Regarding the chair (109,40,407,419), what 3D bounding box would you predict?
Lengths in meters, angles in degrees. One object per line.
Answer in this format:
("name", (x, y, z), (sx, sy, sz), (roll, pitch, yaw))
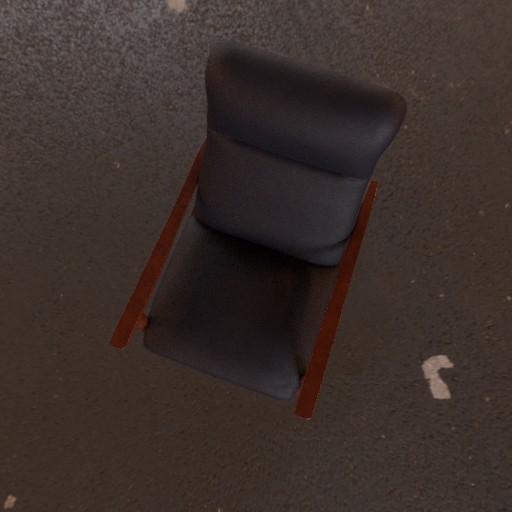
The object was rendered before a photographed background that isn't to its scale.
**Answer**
("chair", (0.000, 0.000, 1.747), (0.762, 1.082, 1.014), (19, 78, 4))
